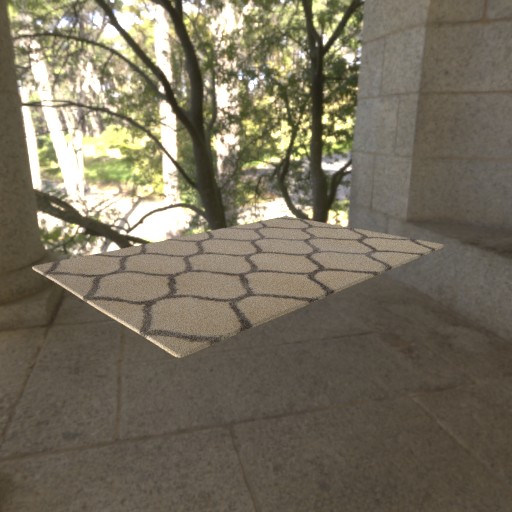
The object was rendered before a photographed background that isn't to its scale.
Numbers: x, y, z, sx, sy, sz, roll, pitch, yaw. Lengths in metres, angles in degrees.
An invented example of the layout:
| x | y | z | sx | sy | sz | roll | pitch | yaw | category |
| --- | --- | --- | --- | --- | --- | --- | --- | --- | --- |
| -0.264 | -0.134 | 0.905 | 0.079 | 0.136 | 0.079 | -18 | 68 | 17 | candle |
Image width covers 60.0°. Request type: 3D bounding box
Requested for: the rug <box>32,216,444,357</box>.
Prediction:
| x | y | z | sx | sy | sz | roll | pitch | yaw | category |
| --- | --- | --- | --- | --- | --- | --- | --- | --- | --- |
| 0.000 | 0.000 | 3.435 | 2.701 | 0.026 | 1.801 | -15 | 22 | -42 | rug |
